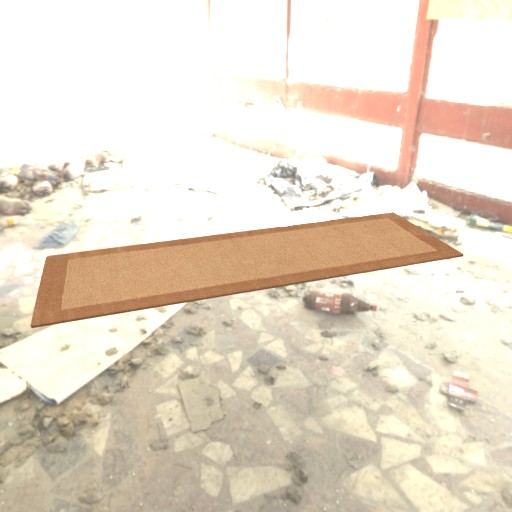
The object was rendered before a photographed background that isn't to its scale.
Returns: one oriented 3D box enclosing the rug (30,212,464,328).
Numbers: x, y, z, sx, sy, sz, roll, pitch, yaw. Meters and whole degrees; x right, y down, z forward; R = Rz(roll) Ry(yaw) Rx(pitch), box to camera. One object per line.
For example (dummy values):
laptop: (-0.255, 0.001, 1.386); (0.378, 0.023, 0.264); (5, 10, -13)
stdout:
rug: (0.000, 0.000, 2.706); (2.439, 0.017, 0.764); (-8, 28, -16)
